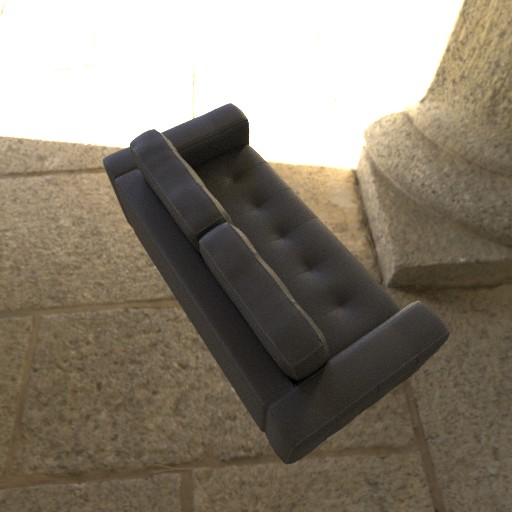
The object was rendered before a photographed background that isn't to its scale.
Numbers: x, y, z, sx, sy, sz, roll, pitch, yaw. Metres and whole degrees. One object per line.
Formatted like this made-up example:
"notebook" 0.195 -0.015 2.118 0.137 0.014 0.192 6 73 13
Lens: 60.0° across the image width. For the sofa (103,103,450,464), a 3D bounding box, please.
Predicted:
"sofa" 0.000 0.000 2.215 0.833 0.892 1.726 -30 63 -17
